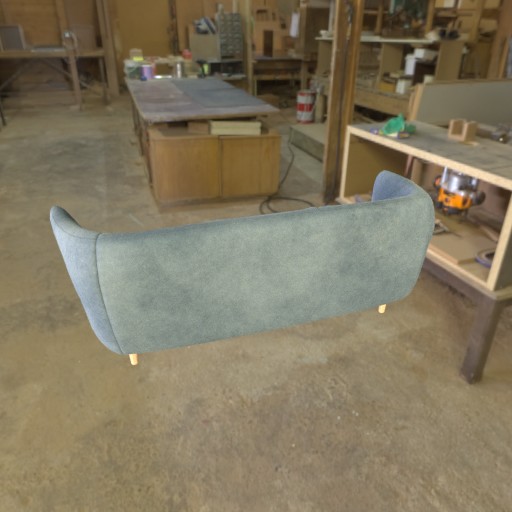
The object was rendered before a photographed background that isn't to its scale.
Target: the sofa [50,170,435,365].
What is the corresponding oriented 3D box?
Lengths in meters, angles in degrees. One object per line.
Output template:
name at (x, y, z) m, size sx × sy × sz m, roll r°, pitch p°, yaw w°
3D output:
sofa at (0.000, 0.000, 2.500) m, size 2.095 × 0.795 × 0.849 m, roll -9°, pitch 29°, yaw -16°
